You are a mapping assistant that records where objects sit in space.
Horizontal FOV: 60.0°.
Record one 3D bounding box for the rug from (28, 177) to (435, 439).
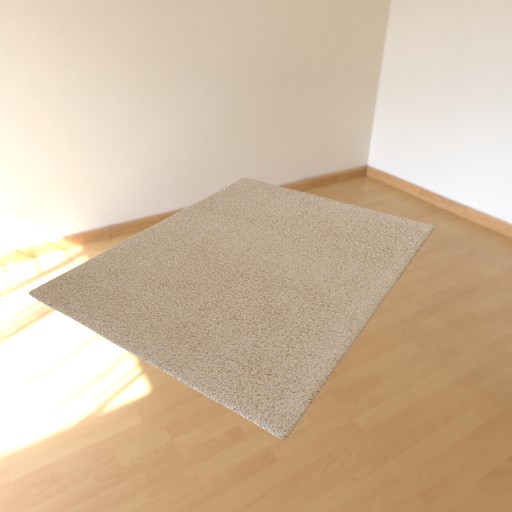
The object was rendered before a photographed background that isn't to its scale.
[{"bbox_3d":[0.000,0.000,4.091,2.438,0.029,3.047,19,36,28],"label":"rug"}]
